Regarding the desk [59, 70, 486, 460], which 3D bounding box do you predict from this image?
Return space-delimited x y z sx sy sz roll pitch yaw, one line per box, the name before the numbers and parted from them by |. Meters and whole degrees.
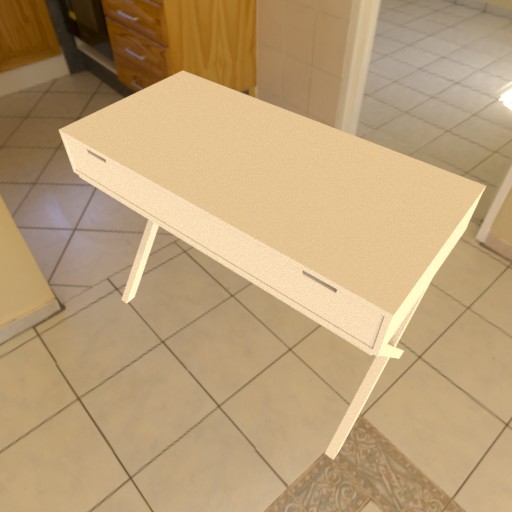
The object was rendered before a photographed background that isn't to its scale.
desk | 0.000 0.000 1.471 1.059 0.780 0.509 30 53 26
